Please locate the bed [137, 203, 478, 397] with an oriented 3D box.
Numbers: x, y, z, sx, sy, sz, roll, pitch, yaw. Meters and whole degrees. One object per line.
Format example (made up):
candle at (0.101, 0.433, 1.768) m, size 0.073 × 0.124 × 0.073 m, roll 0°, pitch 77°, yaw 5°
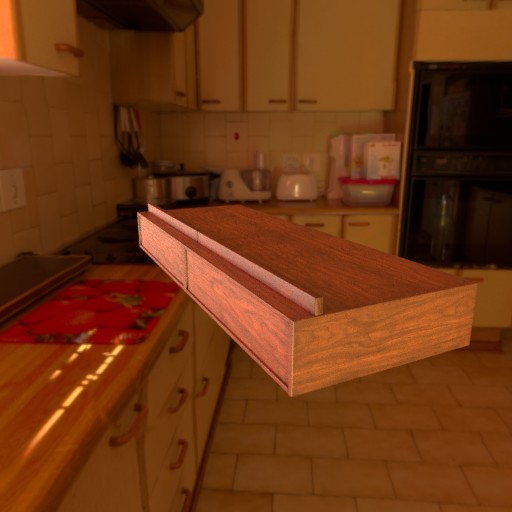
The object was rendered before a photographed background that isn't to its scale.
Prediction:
bed at (0.000, 0.000, 2.335) m, size 0.787 × 0.326 × 2.057 m, roll -7°, pitch 17°, yaw -25°
